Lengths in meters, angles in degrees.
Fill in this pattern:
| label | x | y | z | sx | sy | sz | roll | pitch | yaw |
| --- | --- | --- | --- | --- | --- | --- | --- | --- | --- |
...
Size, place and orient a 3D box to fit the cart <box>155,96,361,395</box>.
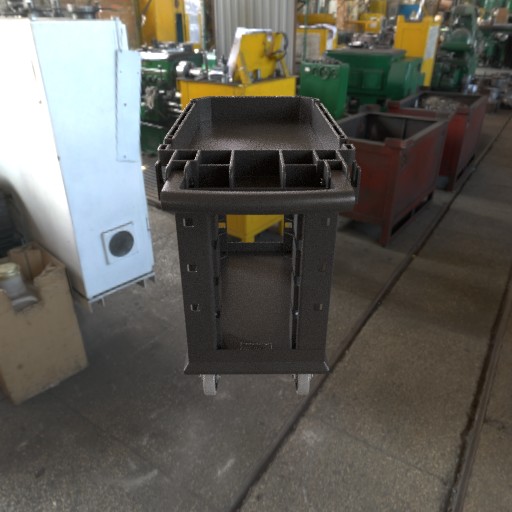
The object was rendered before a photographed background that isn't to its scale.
| label | x | y | z | sx | sy | sz | roll | pitch | yaw |
| --- | --- | --- | --- | --- | --- | --- | --- | --- | --- |
| cart | 0.000 | 0.000 | 1.534 | 0.497 | 0.884 | 1.061 | 0 | 29 | 0 |
